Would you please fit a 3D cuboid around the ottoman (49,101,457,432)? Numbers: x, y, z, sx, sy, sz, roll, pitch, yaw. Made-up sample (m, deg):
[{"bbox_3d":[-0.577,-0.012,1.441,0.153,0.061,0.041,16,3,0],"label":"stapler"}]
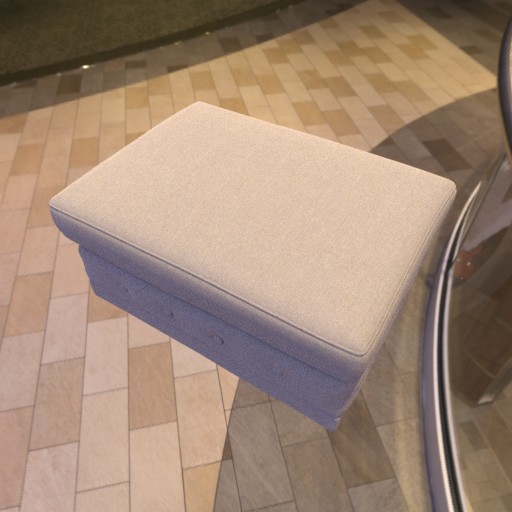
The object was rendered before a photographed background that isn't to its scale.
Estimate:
[{"bbox_3d":[0.000,0.000,1.151,0.771,0.500,0.569,24,51,22],"label":"ottoman"}]
